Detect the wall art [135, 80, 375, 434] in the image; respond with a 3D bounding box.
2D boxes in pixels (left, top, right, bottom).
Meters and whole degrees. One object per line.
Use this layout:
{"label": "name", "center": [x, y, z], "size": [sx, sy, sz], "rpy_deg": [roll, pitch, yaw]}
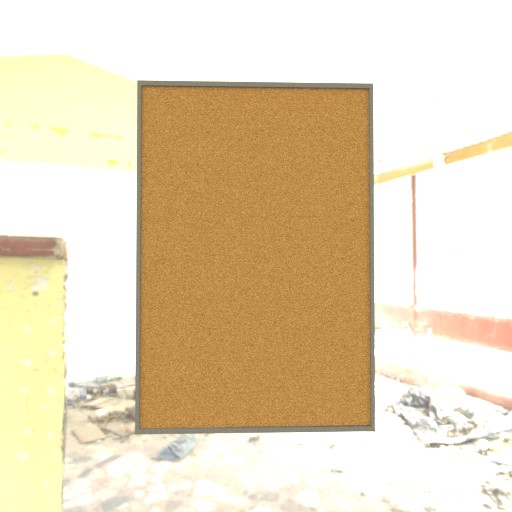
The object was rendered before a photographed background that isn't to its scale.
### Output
{"label": "wall art", "center": [0.000, 0.000, 0.967], "size": [0.511, 0.753, 0.039], "rpy_deg": [0, -1, -2]}
